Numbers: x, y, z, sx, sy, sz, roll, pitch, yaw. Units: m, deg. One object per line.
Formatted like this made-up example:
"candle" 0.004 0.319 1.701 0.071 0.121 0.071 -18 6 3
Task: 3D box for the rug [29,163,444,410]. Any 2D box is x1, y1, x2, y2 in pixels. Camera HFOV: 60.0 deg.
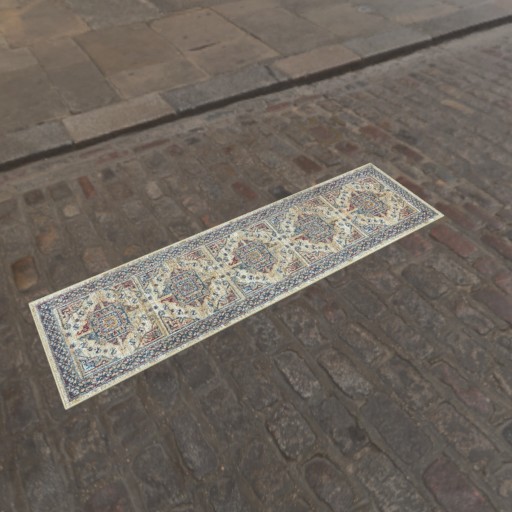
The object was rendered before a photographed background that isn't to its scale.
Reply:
"rug" 0.000 0.000 2.467 2.297 0.013 0.661 -25 51 -22
